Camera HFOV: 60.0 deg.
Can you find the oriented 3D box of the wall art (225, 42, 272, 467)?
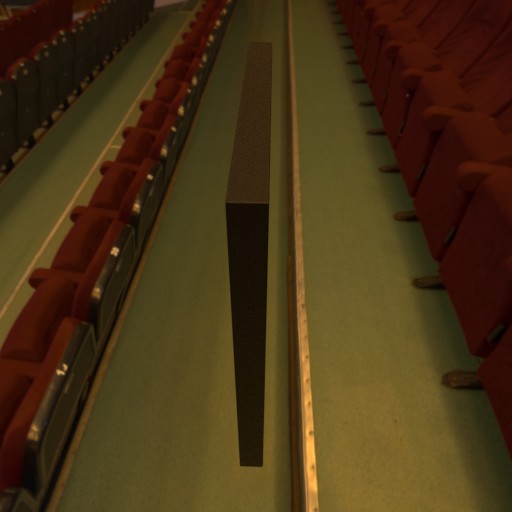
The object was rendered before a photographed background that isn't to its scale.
[{"bbox_3d":[0.000,0.000,0.524,0.028,0.381,0.328,1,42,1],"label":"wall art"}]
